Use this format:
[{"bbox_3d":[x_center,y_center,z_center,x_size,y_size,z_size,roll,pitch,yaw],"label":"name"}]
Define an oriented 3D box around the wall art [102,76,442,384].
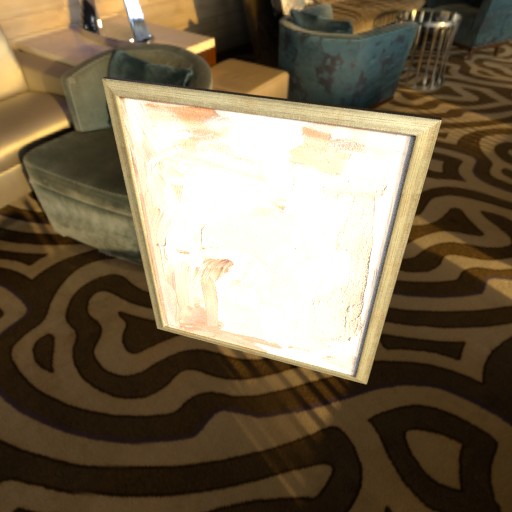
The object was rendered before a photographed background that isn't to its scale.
[{"bbox_3d":[0.000,0.000,0.914,0.559,0.660,0.018,12,42,14],"label":"wall art"}]
